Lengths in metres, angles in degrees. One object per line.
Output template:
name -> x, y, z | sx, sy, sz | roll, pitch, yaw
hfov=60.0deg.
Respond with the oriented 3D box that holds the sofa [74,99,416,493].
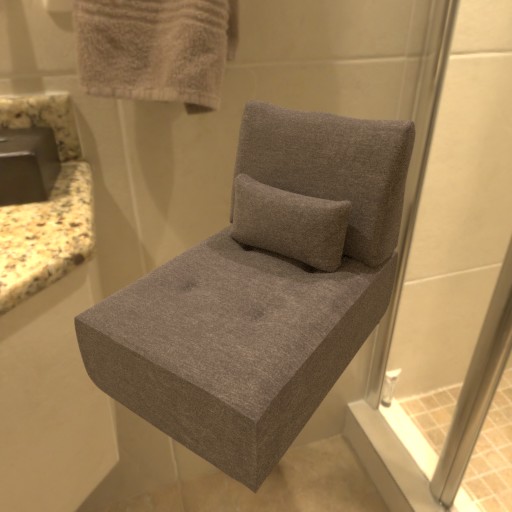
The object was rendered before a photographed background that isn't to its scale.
sofa -> 0.000, 0.000, 1.505 | 0.700, 0.820, 1.000 | 19, 35, 29
